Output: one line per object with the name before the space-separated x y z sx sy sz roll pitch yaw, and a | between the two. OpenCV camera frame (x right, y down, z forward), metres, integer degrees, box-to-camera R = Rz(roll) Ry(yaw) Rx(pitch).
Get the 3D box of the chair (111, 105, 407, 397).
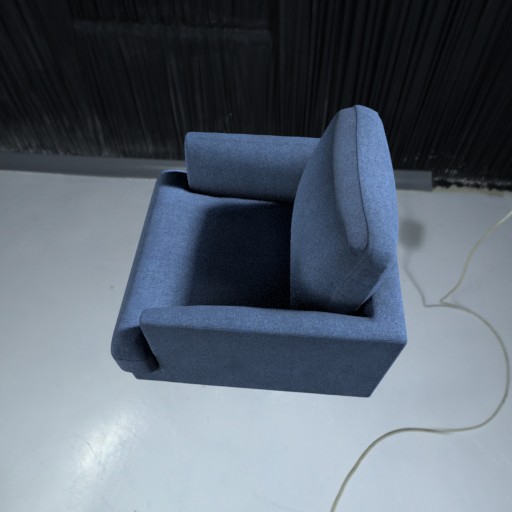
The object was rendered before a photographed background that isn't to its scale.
chair | 0.000 0.000 1.630 0.899 0.957 0.858 4 56 3
